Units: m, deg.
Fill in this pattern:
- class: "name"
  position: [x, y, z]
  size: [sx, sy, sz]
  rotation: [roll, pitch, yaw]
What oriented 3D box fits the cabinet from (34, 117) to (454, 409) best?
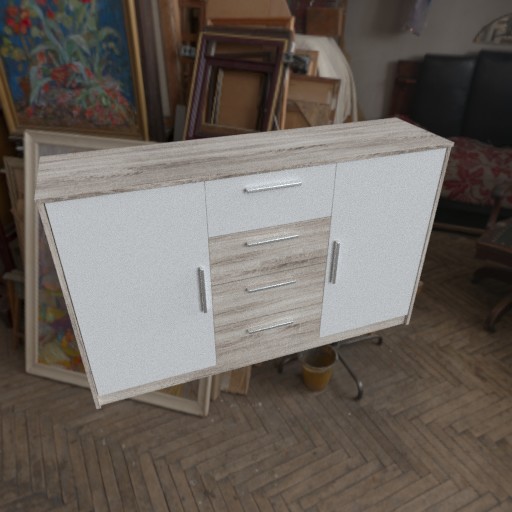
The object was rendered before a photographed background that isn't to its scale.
- class: "cabinet"
  position: [0.000, 0.000, 1.829]
  size: [1.450, 0.900, 0.380]
  rotation: [-11, 34, -17]
